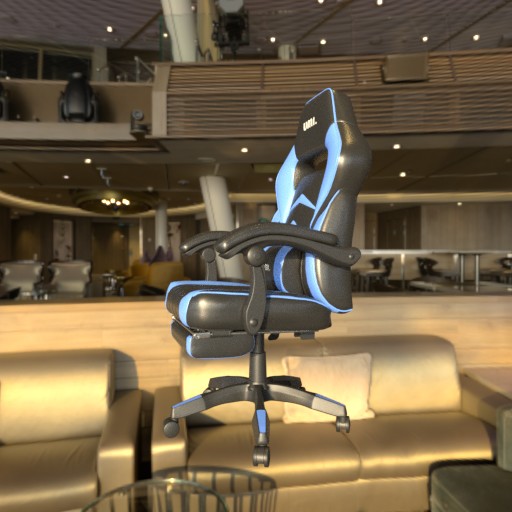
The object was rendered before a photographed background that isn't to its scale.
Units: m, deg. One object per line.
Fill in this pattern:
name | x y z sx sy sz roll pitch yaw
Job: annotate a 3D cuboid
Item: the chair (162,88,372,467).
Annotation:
chair | 0.000 0.000 1.680 0.700 1.280 0.700 0 0 -20
